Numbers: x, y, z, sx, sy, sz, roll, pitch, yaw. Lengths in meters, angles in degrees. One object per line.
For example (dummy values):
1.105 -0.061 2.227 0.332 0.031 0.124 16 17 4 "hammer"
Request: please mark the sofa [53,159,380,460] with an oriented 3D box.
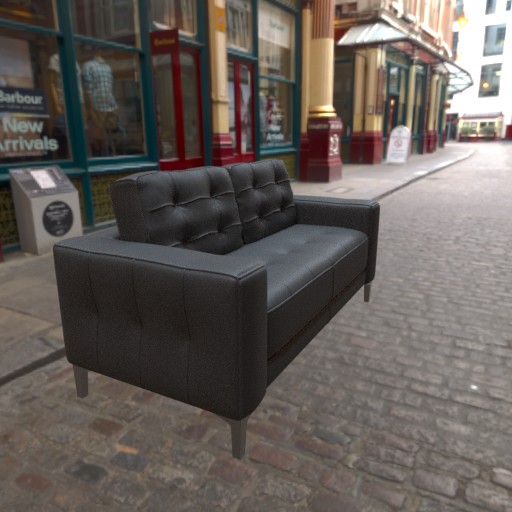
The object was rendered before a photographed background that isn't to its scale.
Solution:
0.000 0.000 2.211 0.833 0.893 1.726 8 17 27 "sofa"
